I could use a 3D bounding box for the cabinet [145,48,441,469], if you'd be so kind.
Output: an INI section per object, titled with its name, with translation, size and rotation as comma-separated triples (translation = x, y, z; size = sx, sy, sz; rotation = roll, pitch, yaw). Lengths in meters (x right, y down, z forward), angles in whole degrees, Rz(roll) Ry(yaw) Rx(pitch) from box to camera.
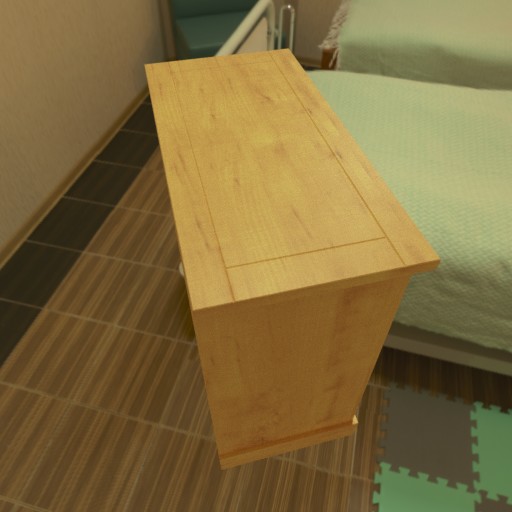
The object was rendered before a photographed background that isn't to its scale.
[cabinet]
translation = 0.000, 0.000, 1.369
size = 0.450, 0.840, 0.920
rotation = -11, 49, -10
